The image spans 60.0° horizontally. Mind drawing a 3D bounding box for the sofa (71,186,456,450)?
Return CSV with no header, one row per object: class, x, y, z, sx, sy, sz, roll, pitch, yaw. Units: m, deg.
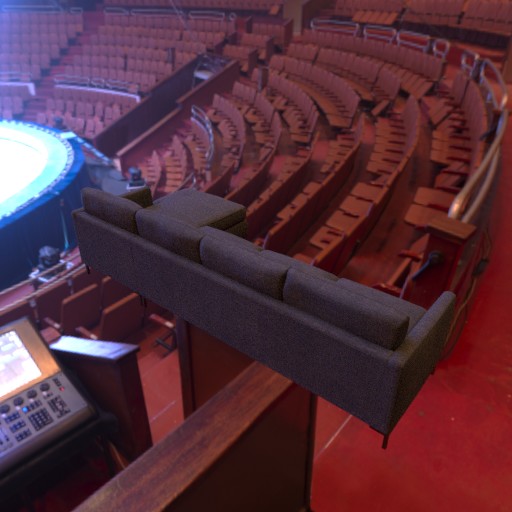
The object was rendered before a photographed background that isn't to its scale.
sofa,0.000,0.000,3.409,2.932,0.810,1.350,22,36,34
